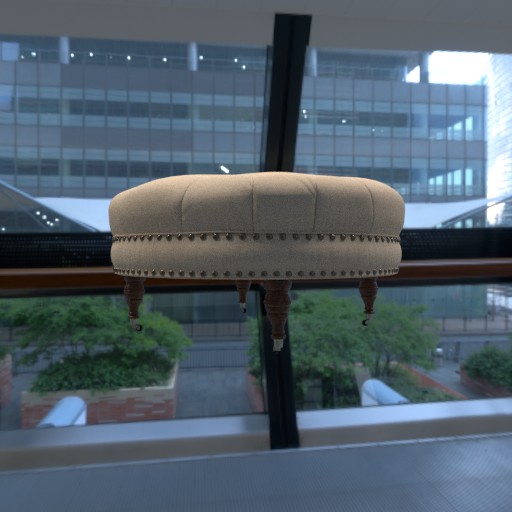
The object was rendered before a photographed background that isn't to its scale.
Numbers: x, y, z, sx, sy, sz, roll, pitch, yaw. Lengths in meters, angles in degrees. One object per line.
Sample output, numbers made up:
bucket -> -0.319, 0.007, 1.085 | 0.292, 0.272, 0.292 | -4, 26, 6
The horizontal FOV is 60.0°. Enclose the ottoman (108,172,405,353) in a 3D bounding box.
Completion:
ottoman -> 0.000, 0.000, 1.472 | 0.940, 0.483, 0.940 | 0, 0, 0
